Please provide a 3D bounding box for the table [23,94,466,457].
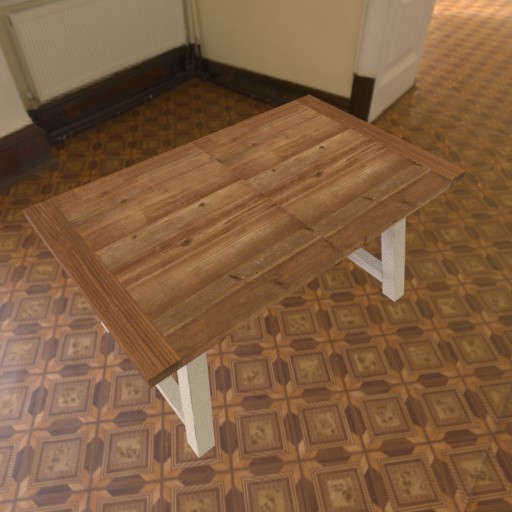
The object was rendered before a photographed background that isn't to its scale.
[{"bbox_3d":[0.000,0.000,2.008,1.503,0.743,0.922,-30,52,-27],"label":"table"}]
